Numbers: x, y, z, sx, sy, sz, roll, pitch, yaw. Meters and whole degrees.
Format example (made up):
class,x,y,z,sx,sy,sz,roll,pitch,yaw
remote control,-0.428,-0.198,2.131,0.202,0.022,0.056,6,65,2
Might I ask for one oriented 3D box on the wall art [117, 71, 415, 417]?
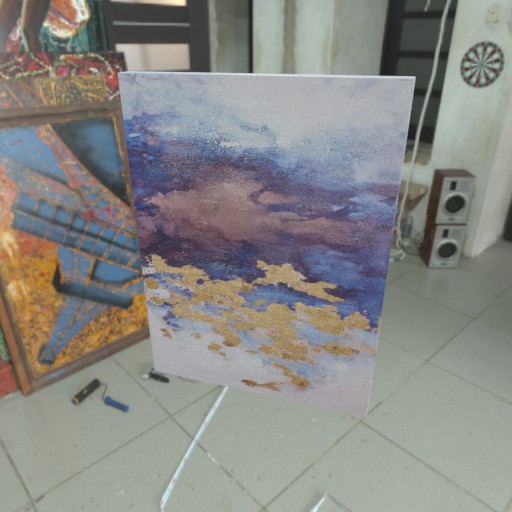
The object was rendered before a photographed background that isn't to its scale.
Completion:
class,x,y,z,sx,sy,sz,roll,pitch,yaw
wall art,0.000,0.000,0.764,0.437,0.581,0.036,8,27,16
